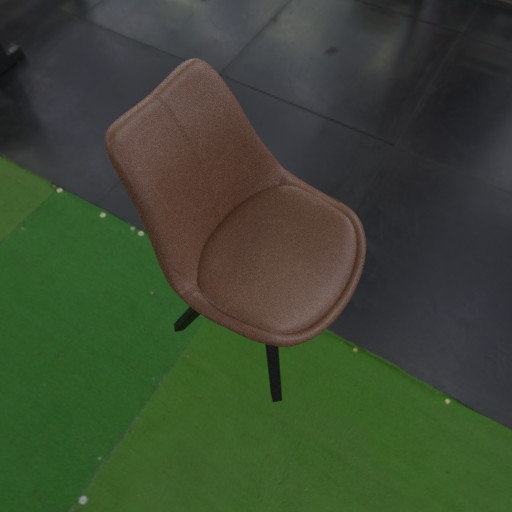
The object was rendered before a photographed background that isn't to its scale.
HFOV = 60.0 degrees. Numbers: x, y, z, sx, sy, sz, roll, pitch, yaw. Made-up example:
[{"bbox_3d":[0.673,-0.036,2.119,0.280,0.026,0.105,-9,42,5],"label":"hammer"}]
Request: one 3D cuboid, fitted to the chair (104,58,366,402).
[{"bbox_3d":[0.000,0.000,1.202,0.550,0.850,0.475,30,64,16],"label":"chair"}]
